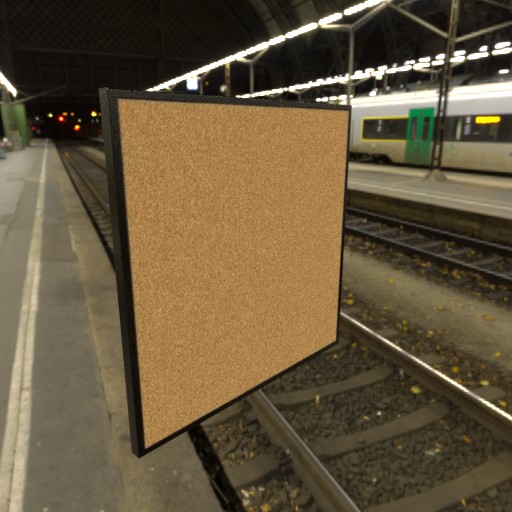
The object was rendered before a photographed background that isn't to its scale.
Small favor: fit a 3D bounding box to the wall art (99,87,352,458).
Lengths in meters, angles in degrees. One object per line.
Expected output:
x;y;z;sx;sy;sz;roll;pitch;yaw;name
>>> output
0.000;0.000;0.521;0.014;0.349;0.349;15;22;42;wall art
